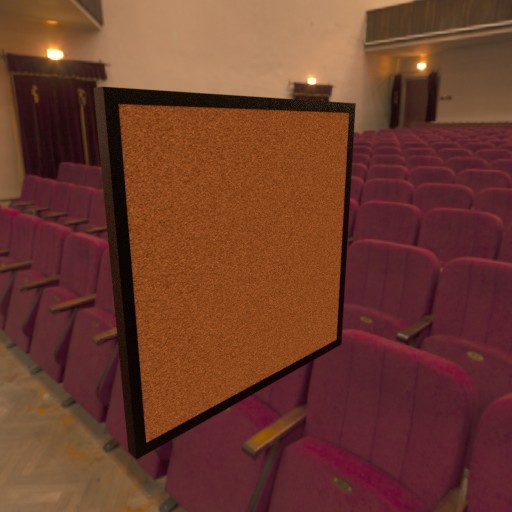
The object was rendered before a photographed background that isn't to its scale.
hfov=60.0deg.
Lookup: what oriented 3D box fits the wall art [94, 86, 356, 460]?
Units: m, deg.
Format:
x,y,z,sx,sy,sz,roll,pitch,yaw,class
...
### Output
x,y,z,sx,sy,sz,roll,pitch,yaw,class
0.000,0.000,1.118,0.756,0.755,0.036,-15,22,-42,wall art
